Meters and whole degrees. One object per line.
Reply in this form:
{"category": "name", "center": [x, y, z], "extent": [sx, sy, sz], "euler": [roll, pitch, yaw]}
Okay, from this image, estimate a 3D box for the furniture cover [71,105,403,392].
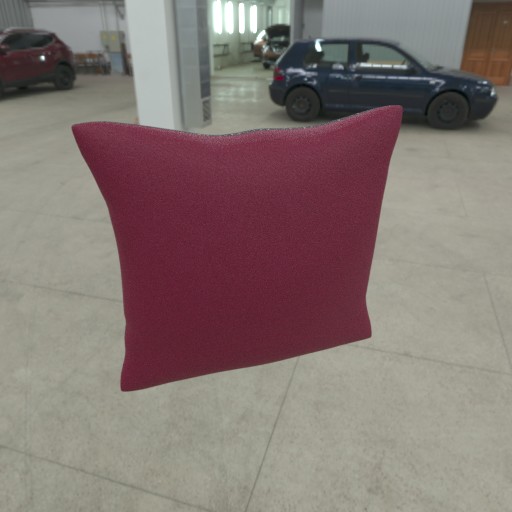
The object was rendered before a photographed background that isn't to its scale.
{"category": "furniture cover", "center": [0.000, 0.000, 0.818], "extent": [0.552, 0.509, 0.193], "euler": [-8, 28, -16]}
